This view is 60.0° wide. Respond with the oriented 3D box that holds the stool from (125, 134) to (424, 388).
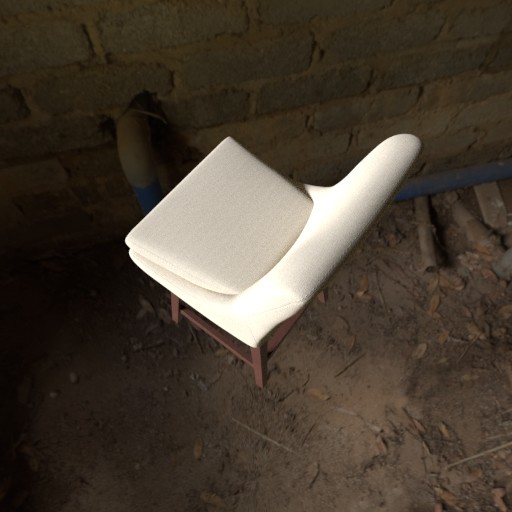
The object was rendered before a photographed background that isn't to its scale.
[{"bbox_3d":[0.000,0.000,1.303,0.559,0.991,0.483,34,68,16],"label":"stool"}]
